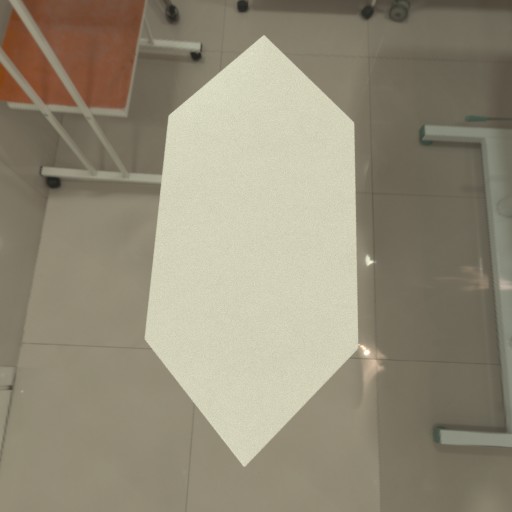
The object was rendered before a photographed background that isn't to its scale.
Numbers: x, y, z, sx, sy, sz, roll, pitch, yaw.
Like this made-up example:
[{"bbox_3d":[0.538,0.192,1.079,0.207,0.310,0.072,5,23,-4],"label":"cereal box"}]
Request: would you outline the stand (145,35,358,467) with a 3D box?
[{"bbox_3d":[0.000,0.000,1.350,0.477,0.614,1.072,2,75,1],"label":"stand"}]
